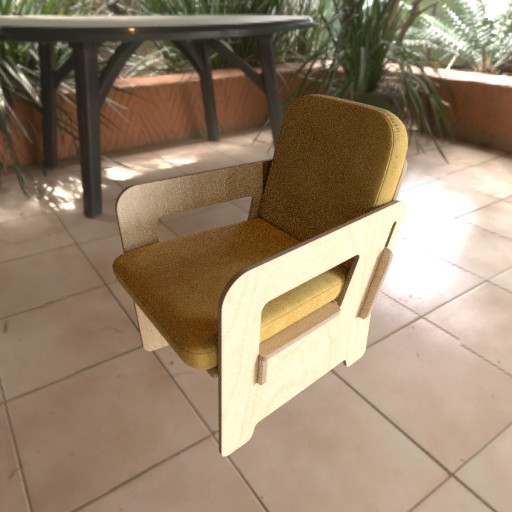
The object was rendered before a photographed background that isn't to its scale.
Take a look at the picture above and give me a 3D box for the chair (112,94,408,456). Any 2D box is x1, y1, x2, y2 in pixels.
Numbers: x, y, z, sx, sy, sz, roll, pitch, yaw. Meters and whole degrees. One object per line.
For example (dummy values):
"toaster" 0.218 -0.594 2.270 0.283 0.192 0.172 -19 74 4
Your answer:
"chair" 0.000 0.000 1.289 0.710 0.800 0.590 -20 36 -30
